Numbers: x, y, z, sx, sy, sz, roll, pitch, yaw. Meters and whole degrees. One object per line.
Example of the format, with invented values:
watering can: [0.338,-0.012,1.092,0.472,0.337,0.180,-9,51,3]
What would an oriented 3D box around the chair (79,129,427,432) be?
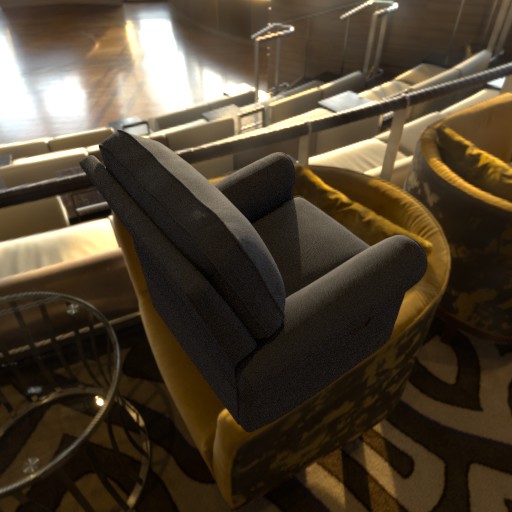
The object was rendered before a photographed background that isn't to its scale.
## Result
chair: [0.000,0.000,1.636,0.878,0.961,0.890,-26,49,-25]
